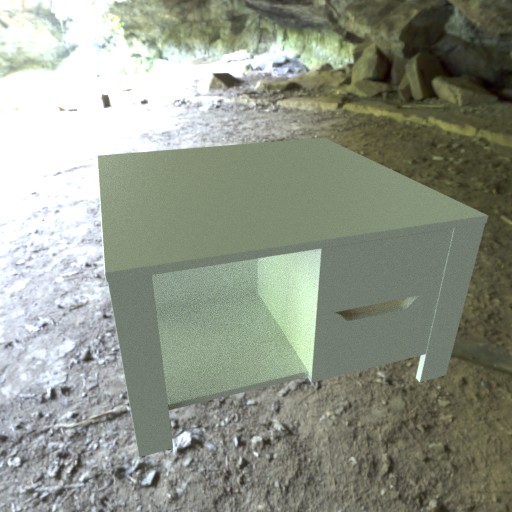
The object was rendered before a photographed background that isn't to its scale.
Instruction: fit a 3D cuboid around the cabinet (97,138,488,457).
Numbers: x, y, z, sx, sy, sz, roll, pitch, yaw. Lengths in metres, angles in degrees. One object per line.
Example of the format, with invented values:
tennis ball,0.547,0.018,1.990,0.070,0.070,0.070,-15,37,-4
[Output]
cabinet,0.000,0.000,1.293,0.800,0.460,0.800,-9,29,-16
